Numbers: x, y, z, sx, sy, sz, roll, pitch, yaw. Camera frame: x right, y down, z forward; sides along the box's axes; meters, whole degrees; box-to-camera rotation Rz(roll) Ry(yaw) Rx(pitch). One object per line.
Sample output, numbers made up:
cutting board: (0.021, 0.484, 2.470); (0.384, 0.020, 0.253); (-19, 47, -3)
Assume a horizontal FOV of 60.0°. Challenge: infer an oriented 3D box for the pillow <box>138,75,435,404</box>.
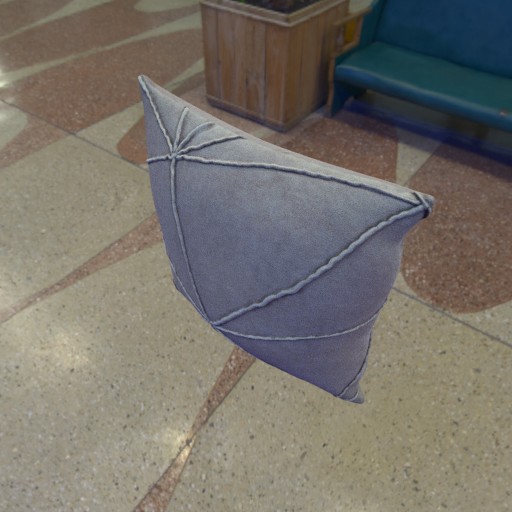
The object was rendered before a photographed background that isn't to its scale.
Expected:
pillow: (0.000, 0.000, 0.669); (0.439, 0.440, 0.185); (30, 52, 26)
